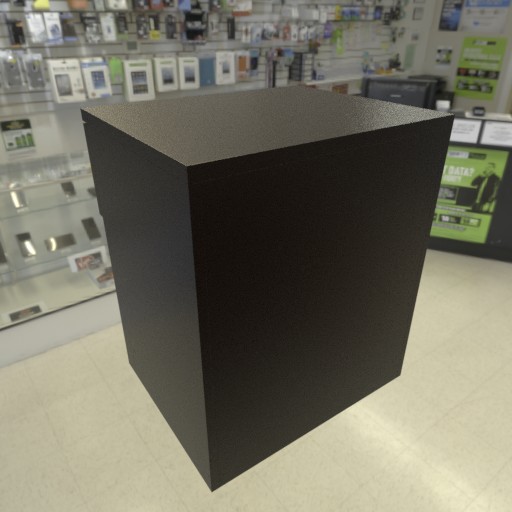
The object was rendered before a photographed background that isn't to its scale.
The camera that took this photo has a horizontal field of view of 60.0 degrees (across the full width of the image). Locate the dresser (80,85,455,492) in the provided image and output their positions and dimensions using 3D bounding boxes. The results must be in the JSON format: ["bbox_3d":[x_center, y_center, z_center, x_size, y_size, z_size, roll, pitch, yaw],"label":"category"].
[{"bbox_3d":[0.000,0.000,0.736,0.400,0.470,0.360,-18,34,-30],"label":"dresser"}]
